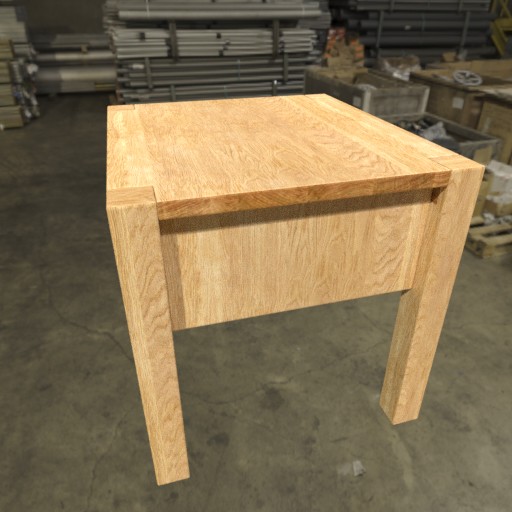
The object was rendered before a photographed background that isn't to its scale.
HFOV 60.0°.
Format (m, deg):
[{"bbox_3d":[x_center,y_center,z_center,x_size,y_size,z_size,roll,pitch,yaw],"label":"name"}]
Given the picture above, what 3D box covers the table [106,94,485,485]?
[{"bbox_3d":[0.000,0.000,0.793,0.440,0.450,0.480,-8,31,-14],"label":"table"}]
